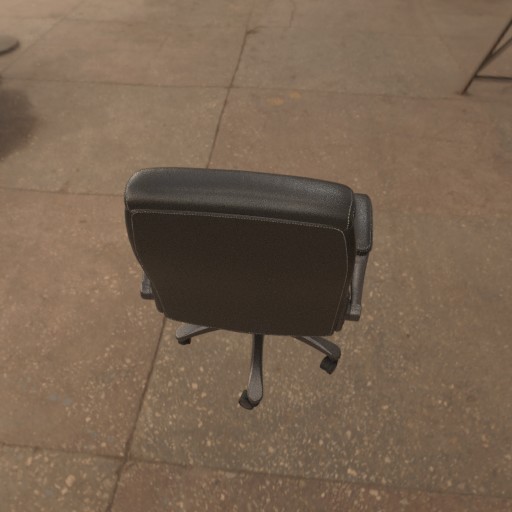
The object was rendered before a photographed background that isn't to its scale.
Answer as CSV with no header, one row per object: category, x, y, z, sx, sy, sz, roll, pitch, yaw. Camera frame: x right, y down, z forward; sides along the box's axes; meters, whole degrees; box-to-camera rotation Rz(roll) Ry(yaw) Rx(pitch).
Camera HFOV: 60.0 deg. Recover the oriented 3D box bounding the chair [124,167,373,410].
chair,0.000,0.000,1.612,0.782,1.110,0.724,5,46,5
